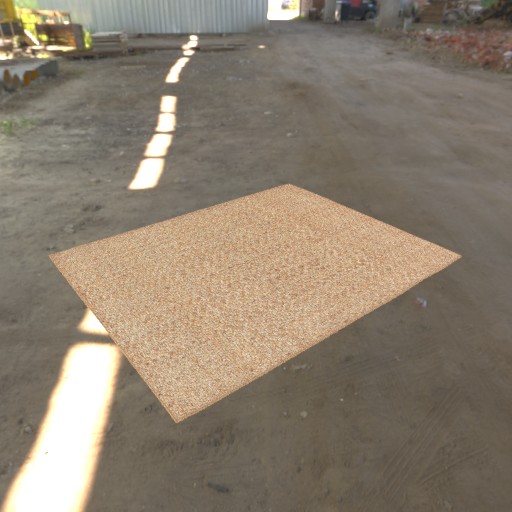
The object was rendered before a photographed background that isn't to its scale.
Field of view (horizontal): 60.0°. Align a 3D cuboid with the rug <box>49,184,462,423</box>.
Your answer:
[{"bbox_3d":[0.000,0.000,4.134,3.048,0.013,2.439,-22,36,-33],"label":"rug"}]
